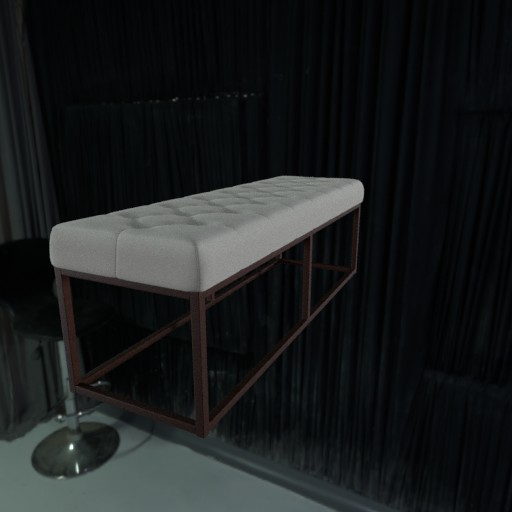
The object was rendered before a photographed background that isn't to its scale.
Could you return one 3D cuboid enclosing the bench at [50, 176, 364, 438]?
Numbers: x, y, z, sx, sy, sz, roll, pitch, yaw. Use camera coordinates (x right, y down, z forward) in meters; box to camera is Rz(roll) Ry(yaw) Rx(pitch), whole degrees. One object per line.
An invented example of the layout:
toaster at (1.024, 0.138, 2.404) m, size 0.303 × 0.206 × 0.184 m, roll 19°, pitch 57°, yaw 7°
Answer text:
bench at (0.000, 0.000, 1.722) m, size 0.479 × 0.488 × 1.488 m, roll 8°, pitch 17°, yaw 25°
